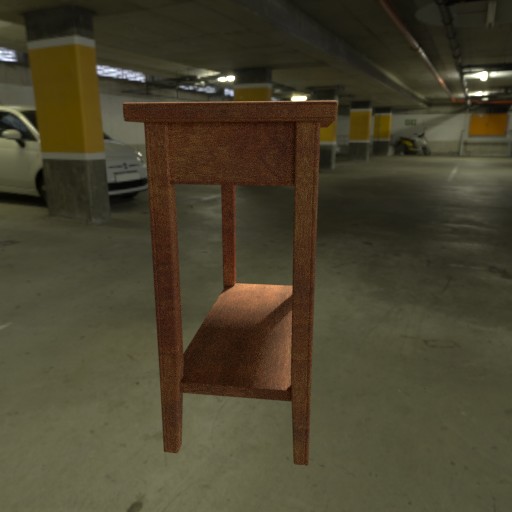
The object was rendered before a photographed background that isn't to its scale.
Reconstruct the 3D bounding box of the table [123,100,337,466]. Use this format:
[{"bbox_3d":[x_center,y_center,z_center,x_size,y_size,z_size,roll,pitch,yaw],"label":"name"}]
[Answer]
[{"bbox_3d":[0.000,0.000,0.987,0.305,0.610,0.610,2,15,8],"label":"table"}]
